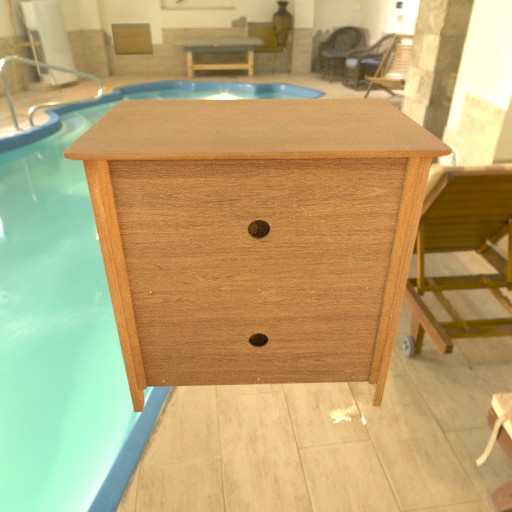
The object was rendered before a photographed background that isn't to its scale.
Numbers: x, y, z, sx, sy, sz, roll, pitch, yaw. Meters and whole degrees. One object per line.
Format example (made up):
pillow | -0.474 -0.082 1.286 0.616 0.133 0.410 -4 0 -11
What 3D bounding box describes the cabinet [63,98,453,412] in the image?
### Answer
cabinet | 0.000 0.000 1.264 0.763 0.762 0.503 -1 31 -2
